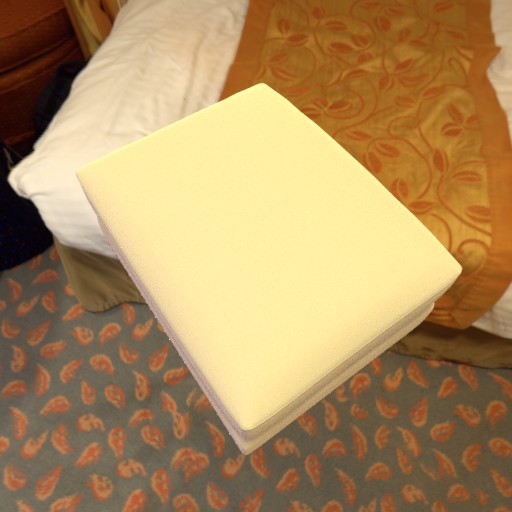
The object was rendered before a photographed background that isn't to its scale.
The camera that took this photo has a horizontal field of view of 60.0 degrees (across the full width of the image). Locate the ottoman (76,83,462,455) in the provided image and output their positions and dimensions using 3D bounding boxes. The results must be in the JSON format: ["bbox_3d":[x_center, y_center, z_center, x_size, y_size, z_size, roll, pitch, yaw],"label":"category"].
[{"bbox_3d":[0.000,0.000,1.152,0.584,0.513,0.741,-31,64,-17],"label":"ottoman"}]
